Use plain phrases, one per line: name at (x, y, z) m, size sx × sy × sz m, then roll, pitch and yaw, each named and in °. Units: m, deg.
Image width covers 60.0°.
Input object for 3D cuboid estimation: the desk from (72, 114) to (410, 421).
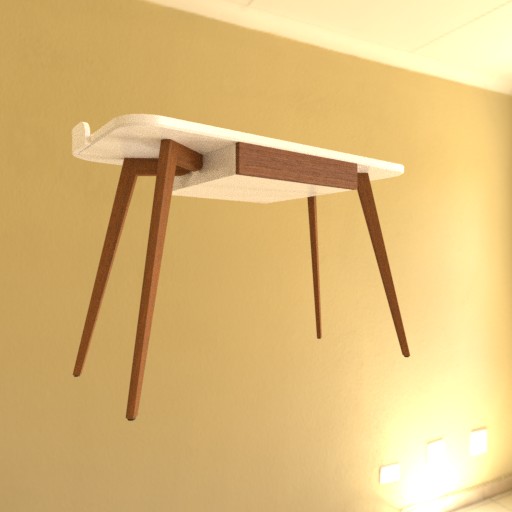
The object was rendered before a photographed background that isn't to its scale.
desk at (0.000, 0.000, 1.633) m, size 1.206 × 0.807 × 0.534 m, roll 0°, pitch 0°, yaw -37°
